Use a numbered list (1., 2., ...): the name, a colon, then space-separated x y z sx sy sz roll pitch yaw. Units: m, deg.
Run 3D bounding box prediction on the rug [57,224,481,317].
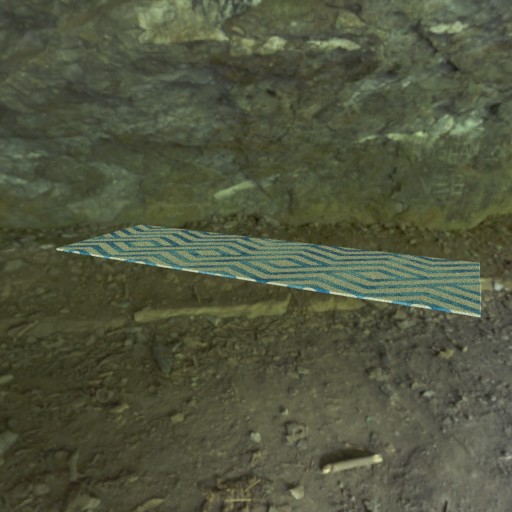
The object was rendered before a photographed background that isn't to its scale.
1. rug: 0.000 0.000 1.637 1.492 0.007 0.503 8 18 25
